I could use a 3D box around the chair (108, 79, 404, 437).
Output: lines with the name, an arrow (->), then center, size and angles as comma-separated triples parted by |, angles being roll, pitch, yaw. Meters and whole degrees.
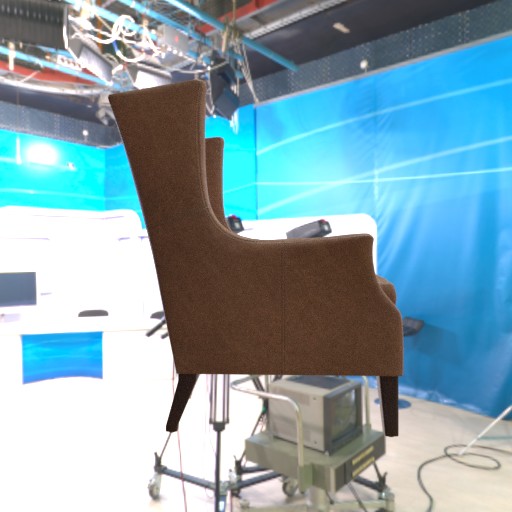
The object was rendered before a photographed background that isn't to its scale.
chair -> 0.000, 0.000, 1.710 | 0.913, 1.088, 0.815 | 0, 1, 0
